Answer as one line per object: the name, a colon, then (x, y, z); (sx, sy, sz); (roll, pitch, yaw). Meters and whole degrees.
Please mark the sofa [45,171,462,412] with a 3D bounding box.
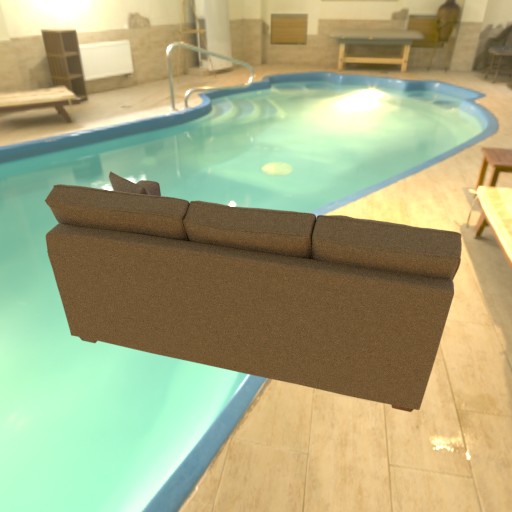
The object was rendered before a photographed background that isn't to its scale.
sofa: (0.000, 0.000, 2.538); (1.963, 0.946, 1.034); (9, 33, 14)
